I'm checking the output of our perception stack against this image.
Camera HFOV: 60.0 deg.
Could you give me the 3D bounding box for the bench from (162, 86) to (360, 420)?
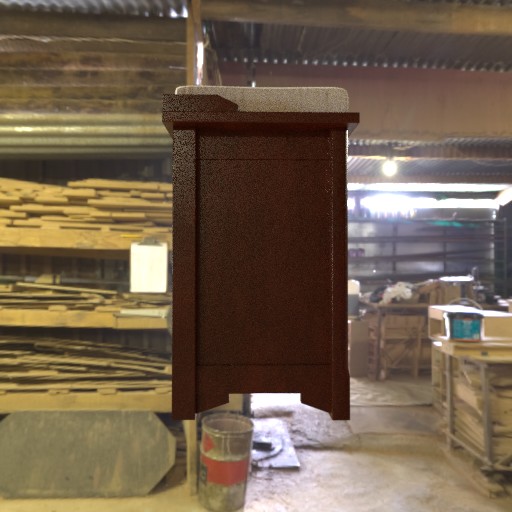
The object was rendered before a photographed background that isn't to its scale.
[{"bbox_3d":[0.000,0.000,1.316,0.369,0.646,0.987,0,-1,-1],"label":"bench"}]
